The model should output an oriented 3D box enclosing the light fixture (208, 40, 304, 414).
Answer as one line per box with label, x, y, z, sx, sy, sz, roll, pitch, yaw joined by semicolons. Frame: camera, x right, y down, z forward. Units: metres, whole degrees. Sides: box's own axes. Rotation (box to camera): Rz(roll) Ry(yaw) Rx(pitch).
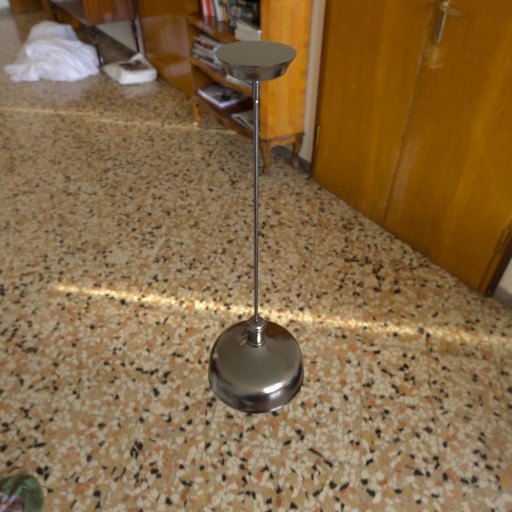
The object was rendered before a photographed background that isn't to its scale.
light fixture;0.000;0.000;1.076;0.299;0.935;0.299;14;43;15
